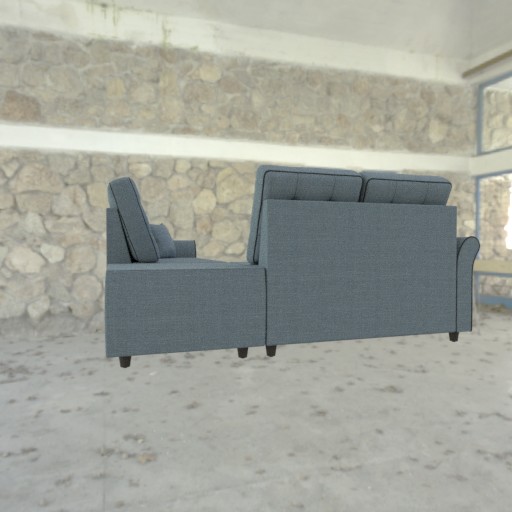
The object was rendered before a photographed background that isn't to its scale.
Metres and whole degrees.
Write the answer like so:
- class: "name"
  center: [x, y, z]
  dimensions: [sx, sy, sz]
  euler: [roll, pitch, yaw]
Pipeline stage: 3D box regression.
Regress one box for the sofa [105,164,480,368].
- class: "sofa"
  center: [0.000, 0.000, 3.240]
  dimensions: [2.068, 0.988, 2.070]
  euler: [0, 1, -18]
